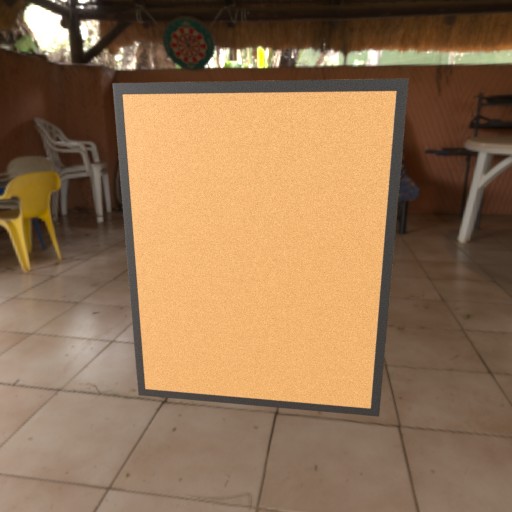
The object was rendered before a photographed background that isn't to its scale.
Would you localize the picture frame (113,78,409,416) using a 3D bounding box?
[{"bbox_3d":[0.000,0.000,0.718,0.421,0.526,0.046,2,16,8],"label":"picture frame"}]
